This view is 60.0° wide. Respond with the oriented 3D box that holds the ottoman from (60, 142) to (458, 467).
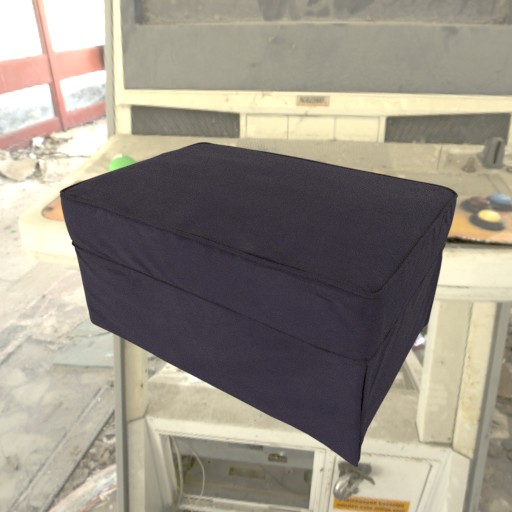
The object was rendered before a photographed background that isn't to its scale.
[{"bbox_3d":[0.000,0.000,1.288,0.938,0.503,0.637,18,34,29],"label":"ottoman"}]
